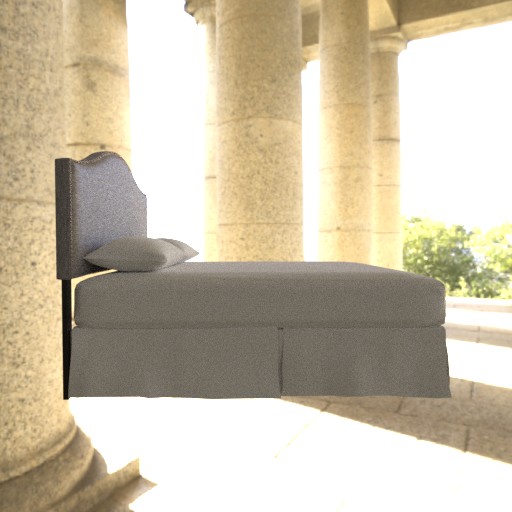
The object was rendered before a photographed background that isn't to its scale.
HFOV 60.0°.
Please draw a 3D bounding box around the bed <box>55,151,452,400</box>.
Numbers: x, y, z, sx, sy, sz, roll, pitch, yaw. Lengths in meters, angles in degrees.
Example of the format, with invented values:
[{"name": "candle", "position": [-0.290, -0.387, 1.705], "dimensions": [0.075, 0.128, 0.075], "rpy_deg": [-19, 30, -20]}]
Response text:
[{"name": "bed", "position": [0.000, 0.000, 2.835], "dimensions": [1.870, 1.295, 1.610], "rpy_deg": [0, 2, -1]}]
